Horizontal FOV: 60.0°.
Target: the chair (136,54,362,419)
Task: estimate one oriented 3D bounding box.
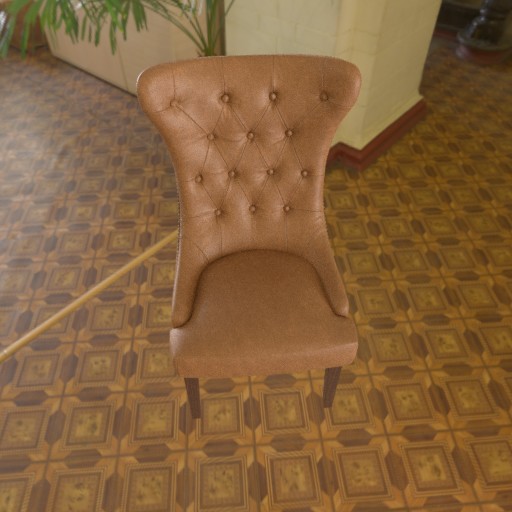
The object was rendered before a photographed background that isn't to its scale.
[{"bbox_3d":[0.000,0.000,1.435,0.611,1.065,0.669,-4,47,-3],"label":"chair"}]
